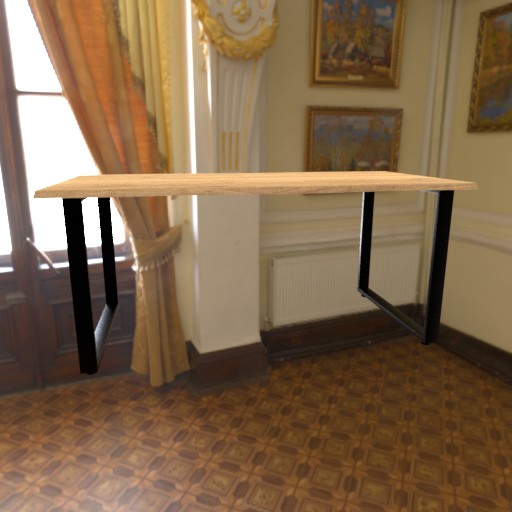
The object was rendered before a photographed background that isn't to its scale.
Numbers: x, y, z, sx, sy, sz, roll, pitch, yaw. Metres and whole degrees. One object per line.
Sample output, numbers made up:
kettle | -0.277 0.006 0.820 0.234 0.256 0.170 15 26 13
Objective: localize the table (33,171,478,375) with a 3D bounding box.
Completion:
table | 0.000 0.000 2.257 1.800 0.780 0.900 -3 14 -10
